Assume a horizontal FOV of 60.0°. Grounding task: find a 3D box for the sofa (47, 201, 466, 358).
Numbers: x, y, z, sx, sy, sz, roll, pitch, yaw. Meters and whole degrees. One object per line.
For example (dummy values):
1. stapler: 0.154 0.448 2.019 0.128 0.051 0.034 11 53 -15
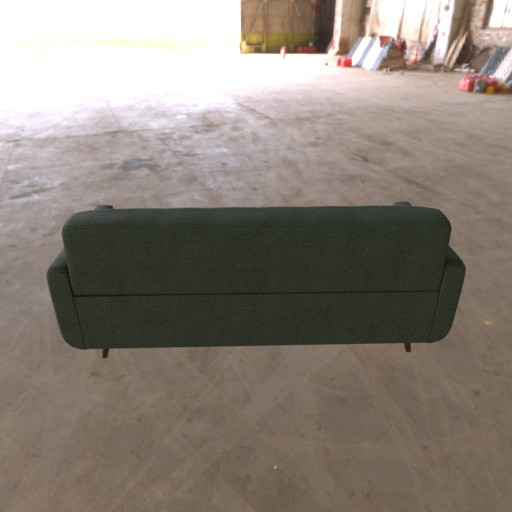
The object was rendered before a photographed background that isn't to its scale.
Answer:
1. sofa: 0.000 0.000 2.587 2.029 0.841 0.909 -1 29 -1
